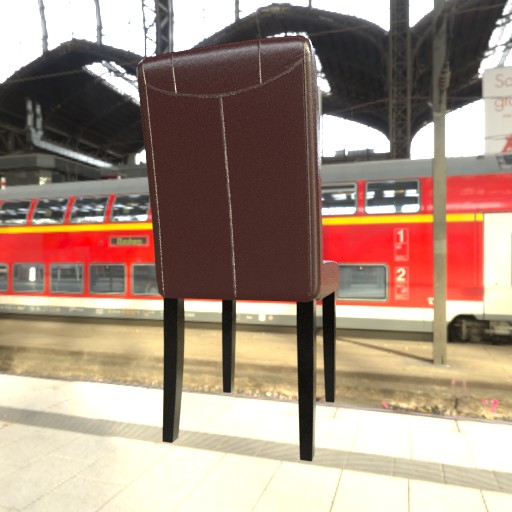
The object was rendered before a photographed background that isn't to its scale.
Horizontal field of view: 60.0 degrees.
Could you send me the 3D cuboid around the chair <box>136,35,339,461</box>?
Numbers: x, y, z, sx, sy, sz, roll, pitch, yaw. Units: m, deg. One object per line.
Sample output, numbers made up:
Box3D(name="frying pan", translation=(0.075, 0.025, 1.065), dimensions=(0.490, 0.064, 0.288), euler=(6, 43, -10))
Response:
Box3D(name="chair", translation=(0.000, 0.000, 1.189), dimensions=(0.399, 0.897, 0.556), euler=(0, 0, 17))
